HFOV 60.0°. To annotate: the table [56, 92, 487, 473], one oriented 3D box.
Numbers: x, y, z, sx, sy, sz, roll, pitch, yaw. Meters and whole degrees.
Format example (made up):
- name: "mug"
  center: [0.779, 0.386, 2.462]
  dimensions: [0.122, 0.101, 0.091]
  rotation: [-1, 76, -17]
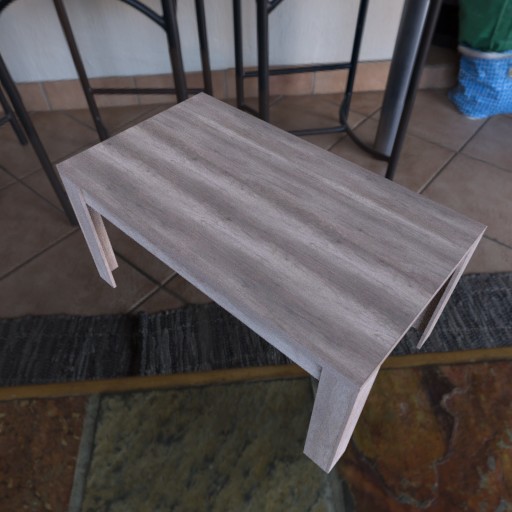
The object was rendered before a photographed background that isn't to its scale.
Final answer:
- name: "table"
  center: [0.000, 0.000, 2.135]
  dimensions: [1.600, 0.775, 0.900]
  rotation: [33, 56, 27]
